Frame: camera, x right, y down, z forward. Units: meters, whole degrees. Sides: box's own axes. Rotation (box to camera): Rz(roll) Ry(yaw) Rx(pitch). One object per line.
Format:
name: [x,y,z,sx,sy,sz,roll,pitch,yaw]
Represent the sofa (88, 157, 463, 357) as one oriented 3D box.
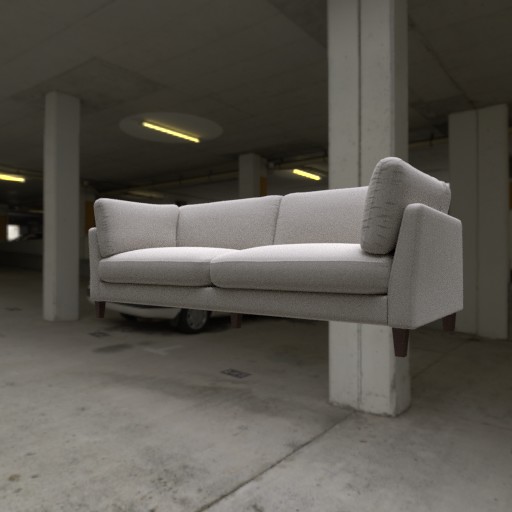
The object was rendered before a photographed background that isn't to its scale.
sofa: [0.000,0.000,2.813,2.301,0.863,0.957,0,-1,36]
